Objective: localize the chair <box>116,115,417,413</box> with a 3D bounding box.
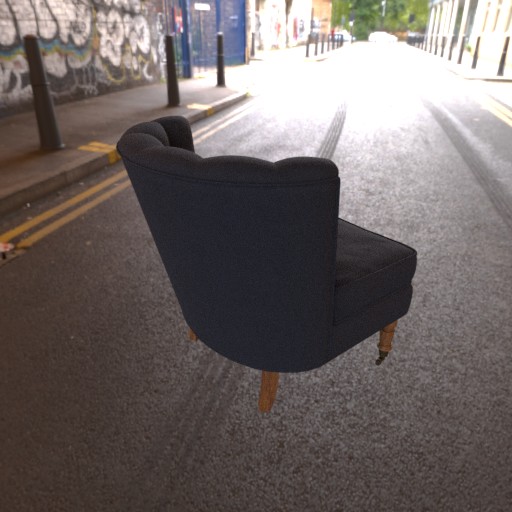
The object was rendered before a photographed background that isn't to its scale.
[{"bbox_3d":[0.000,0.000,1.359,0.718,0.771,0.740,-18,32,-32],"label":"chair"}]
